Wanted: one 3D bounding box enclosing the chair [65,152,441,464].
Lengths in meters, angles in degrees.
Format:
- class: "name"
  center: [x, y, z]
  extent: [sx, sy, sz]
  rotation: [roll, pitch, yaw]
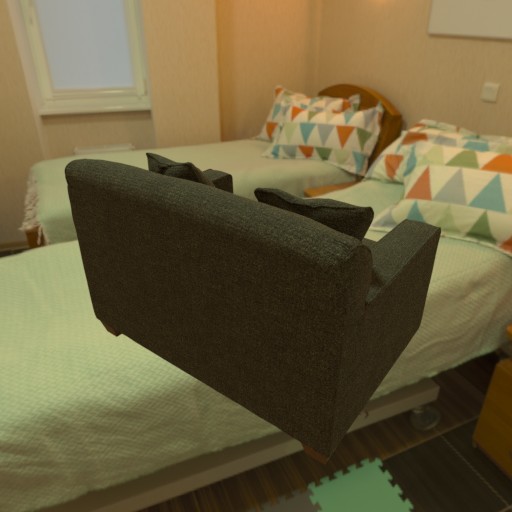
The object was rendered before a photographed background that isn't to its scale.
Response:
- class: "chair"
  center: [0.000, 0.000, 2.076]
  extent: [1.383, 0.948, 1.000]
  rotation: [20, 35, 32]
